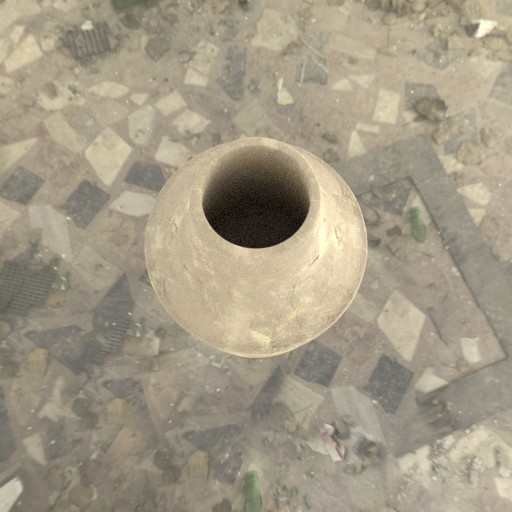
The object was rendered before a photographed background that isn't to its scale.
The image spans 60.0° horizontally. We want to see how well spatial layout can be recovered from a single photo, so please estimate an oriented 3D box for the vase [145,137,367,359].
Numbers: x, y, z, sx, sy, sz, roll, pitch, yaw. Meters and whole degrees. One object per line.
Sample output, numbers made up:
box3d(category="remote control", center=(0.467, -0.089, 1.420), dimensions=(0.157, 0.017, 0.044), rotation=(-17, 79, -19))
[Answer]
box3d(category="vase", center=(0.000, 0.000, 0.416), dimensions=(0.184, 0.305, 0.184), rotation=(0, 76, 0))
